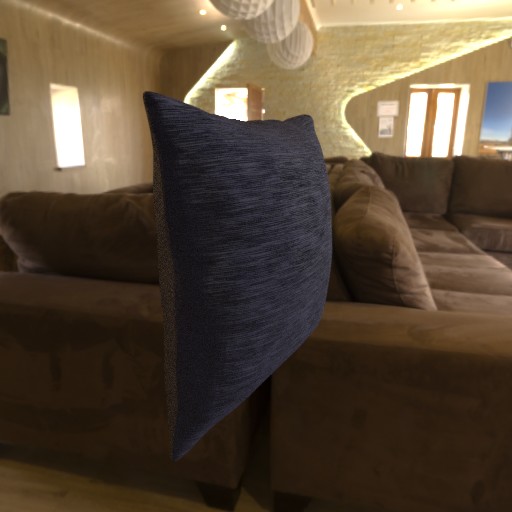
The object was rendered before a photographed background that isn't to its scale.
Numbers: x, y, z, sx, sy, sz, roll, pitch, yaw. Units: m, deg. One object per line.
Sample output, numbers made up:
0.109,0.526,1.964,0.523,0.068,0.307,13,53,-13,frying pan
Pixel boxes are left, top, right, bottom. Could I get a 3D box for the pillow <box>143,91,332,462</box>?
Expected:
0.000,0.000,0.680,0.204,0.439,0.452,8,17,27,pillow
